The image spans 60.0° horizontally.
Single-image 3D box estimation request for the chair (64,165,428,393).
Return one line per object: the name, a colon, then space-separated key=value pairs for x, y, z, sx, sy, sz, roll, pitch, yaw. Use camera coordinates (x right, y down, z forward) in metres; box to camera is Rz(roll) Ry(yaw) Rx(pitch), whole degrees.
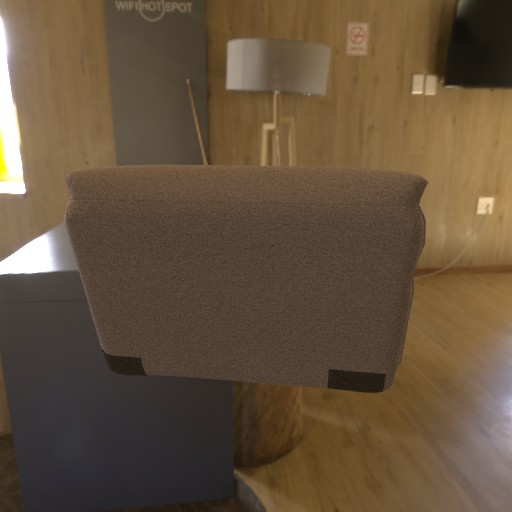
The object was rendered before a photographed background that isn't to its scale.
chair: x=0.000 y=0.000 z=1.341 sx=0.820 sy=0.580 sz=0.780 roll=2 pitch=16 yaw=7
